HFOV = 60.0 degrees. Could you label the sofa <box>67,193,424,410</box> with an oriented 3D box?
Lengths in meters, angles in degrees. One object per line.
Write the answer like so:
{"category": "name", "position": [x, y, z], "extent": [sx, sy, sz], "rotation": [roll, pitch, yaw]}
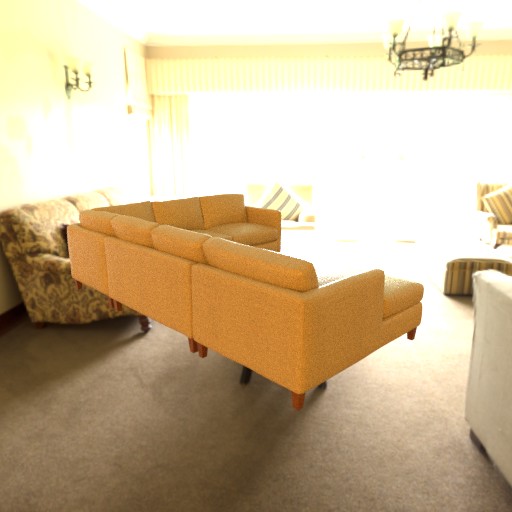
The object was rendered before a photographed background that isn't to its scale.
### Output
{"category": "sofa", "position": [0.000, 0.000, 4.648], "extent": [2.594, 0.961, 3.460], "rotation": [-13, 19, -42]}
